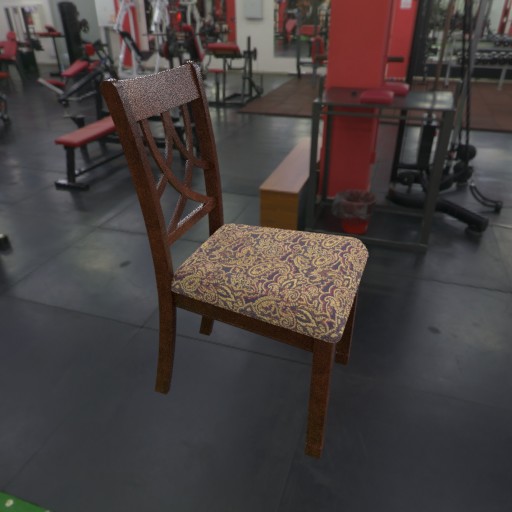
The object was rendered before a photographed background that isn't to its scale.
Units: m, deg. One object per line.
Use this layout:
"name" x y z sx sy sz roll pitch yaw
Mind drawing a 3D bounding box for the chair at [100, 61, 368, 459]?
"chair" 0.000 0.000 1.265 0.584 0.965 0.457 11 32 18
